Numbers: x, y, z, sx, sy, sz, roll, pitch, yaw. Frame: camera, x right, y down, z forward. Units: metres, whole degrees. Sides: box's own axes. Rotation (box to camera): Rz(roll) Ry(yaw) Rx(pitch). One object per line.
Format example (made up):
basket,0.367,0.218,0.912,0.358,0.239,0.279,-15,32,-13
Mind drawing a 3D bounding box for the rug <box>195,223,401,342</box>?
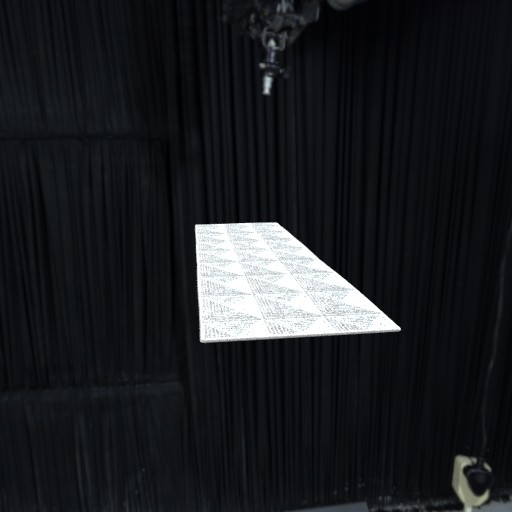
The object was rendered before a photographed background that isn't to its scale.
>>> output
rug,0.000,0.000,2.421,0.645,0.015,2.182,-2,13,-8
